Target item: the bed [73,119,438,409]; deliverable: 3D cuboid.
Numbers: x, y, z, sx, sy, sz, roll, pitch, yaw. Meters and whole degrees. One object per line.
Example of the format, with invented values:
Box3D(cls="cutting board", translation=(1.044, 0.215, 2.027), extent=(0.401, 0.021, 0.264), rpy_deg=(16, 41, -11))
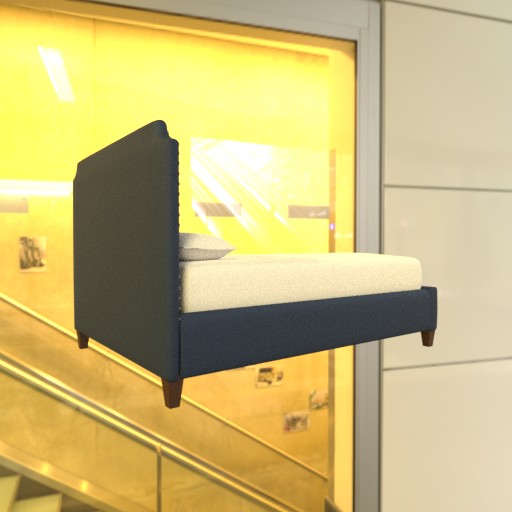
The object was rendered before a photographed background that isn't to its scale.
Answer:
Box3D(cls="bed", translation=(0.000, 0.000, 3.483), extent=(2.372, 1.443, 1.712), rpy_deg=(-1, 2, -37))
